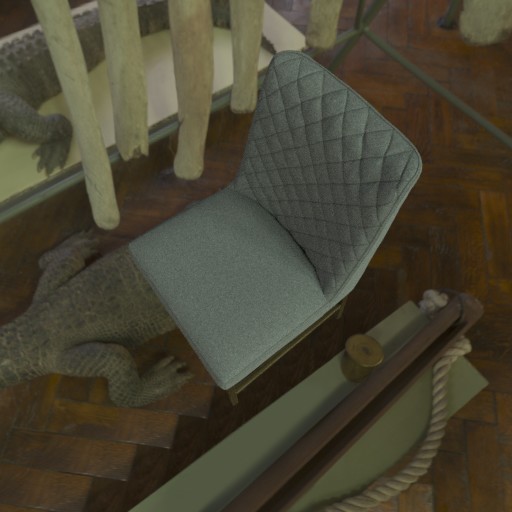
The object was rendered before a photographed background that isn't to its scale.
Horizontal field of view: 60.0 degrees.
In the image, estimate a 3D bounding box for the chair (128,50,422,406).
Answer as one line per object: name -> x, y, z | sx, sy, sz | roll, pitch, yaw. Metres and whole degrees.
chair -> 0.000, 0.000, 1.282 | 0.587, 0.889, 0.508 | -33, 68, -15
